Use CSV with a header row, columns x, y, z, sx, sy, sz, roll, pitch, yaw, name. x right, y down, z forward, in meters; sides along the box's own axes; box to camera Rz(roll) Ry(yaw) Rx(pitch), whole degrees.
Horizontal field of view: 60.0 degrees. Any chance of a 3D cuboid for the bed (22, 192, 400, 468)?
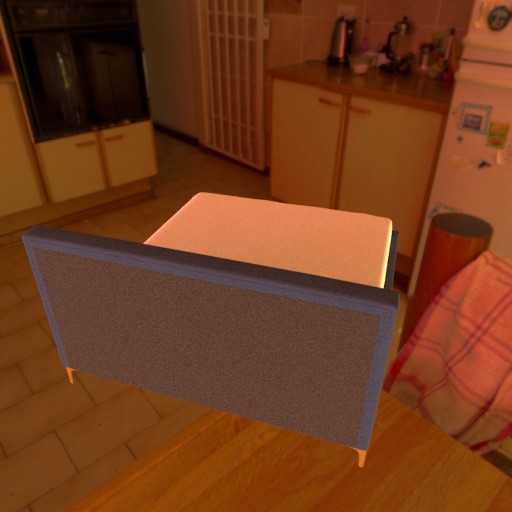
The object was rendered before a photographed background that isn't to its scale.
x,y,z,sx,sy,sz,roll,pitch,yaw,name
0.000,0.000,3.437,2.096,1.231,2.232,10,33,16,bed
